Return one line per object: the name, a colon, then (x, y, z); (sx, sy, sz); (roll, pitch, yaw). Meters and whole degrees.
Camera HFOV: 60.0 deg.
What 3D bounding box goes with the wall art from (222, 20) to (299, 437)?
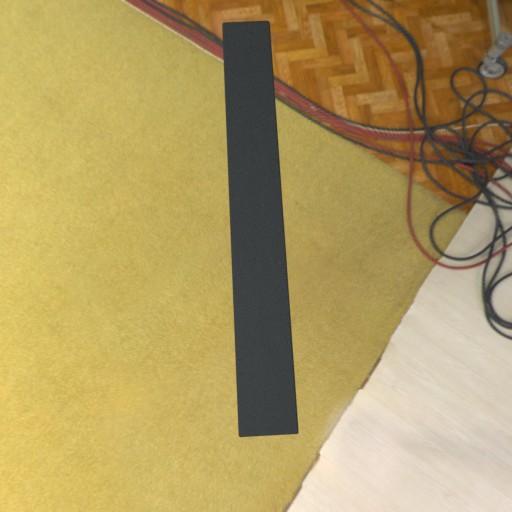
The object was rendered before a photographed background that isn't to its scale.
wall art: (0.000, 0.000, 0.459); (0.037, 0.305, 0.305); (-3, 76, -1)
